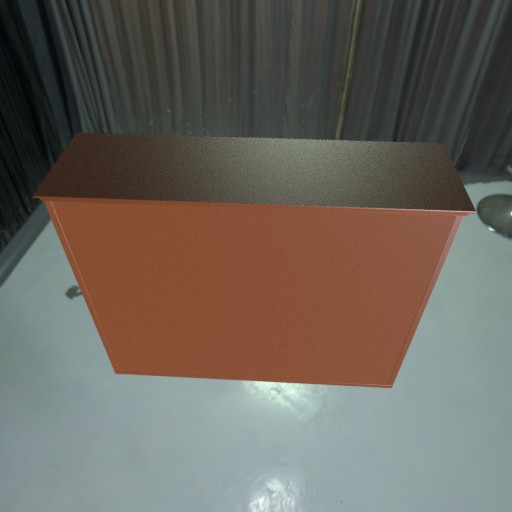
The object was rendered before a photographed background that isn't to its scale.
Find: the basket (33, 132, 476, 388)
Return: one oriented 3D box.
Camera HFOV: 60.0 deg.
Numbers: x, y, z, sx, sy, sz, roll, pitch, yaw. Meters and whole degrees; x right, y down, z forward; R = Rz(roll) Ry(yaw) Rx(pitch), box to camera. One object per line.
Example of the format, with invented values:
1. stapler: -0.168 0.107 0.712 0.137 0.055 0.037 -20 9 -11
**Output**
1. basket: 0.000 0.000 1.142 0.792 0.625 0.376 2 44 2
